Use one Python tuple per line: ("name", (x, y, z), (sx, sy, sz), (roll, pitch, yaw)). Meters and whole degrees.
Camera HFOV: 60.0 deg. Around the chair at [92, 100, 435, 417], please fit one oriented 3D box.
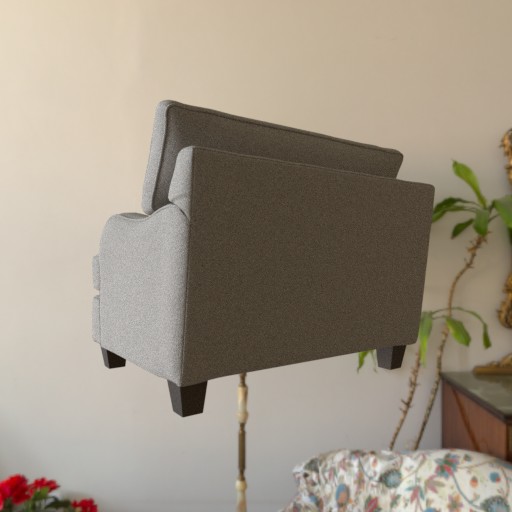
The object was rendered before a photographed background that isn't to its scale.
("chair", (0.000, 0.000, 2.003), (1.220, 1.016, 1.040), (0, 0, -35))
